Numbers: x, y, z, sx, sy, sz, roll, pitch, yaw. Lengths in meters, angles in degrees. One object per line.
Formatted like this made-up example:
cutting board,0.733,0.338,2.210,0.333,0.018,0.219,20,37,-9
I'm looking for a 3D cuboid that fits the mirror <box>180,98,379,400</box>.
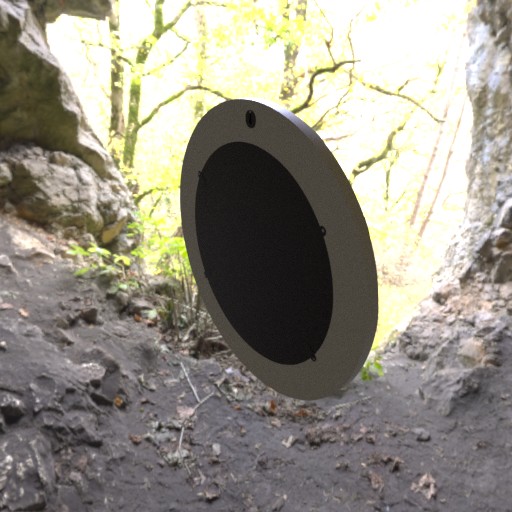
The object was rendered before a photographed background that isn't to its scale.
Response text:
mirror,0.000,0.000,1.360,0.038,0.914,0.914,-18,32,-32
